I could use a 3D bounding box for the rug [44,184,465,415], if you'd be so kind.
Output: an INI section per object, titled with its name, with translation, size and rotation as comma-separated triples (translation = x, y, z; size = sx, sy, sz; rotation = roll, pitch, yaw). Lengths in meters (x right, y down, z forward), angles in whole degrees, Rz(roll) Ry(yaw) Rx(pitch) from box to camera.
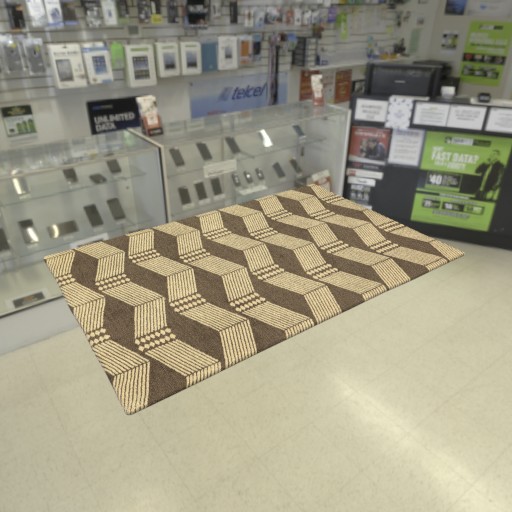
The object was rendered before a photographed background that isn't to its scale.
[rug]
translation = 0.000, 0.000, 2.299
size = 1.833, 0.016, 1.210
rotation = -19, 35, -29
